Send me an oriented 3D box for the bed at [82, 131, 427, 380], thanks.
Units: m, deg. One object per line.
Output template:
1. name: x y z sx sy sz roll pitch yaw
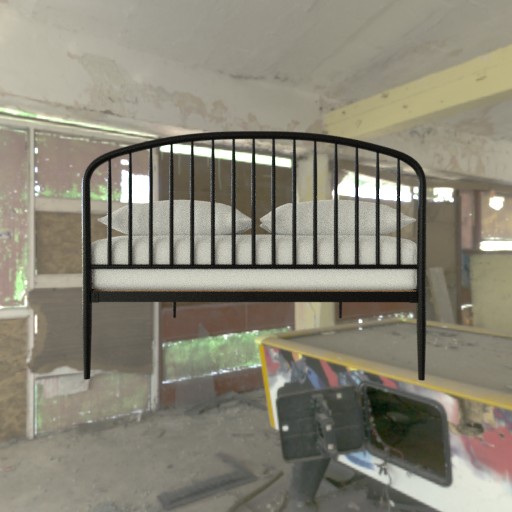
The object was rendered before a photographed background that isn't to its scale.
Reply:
1. bed: 0.000 0.000 3.142 1.618 1.166 2.159 0 0 1
